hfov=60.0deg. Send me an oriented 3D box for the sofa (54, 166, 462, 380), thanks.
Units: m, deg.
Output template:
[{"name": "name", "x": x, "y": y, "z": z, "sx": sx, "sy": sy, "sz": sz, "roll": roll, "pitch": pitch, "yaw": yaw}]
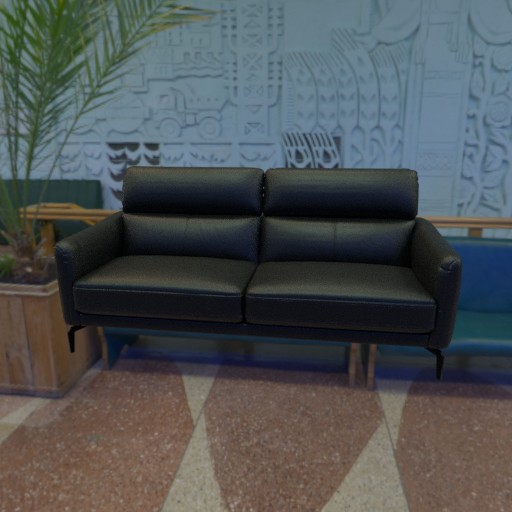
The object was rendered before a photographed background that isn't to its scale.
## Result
[{"name": "sofa", "x": 0.000, "y": 0.000, "z": 2.539, "sx": 2.069, "sy": 0.957, "sz": 0.856, "roll": 2, "pitch": 15, "yaw": 8}]
